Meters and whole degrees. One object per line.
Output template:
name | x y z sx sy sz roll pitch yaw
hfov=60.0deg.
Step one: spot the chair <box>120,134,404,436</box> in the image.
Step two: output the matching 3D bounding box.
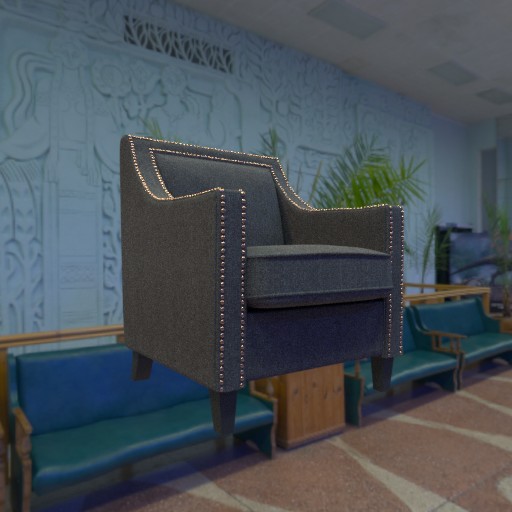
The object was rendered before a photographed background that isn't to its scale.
chair | 0.000 0.000 1.667 0.776 0.967 0.884 0 0 -35
